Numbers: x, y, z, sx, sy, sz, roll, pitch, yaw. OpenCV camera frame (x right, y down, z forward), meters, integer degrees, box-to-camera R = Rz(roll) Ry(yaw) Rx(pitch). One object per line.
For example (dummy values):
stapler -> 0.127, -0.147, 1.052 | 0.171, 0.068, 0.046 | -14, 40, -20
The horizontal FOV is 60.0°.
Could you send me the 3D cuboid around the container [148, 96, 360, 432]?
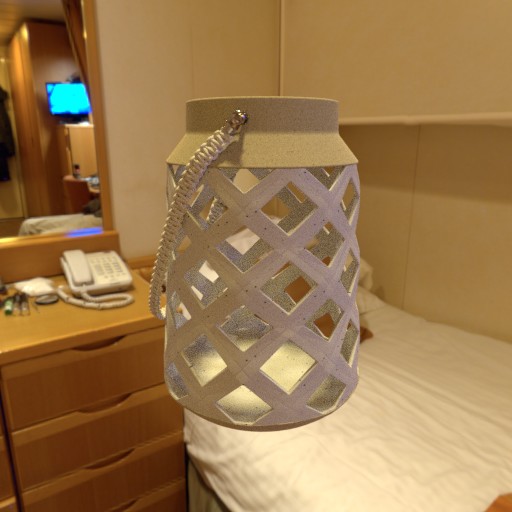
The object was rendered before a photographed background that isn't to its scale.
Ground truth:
container -> 0.000, 0.000, 0.402 | 0.198, 0.264, 0.188 | 3, 16, 9
